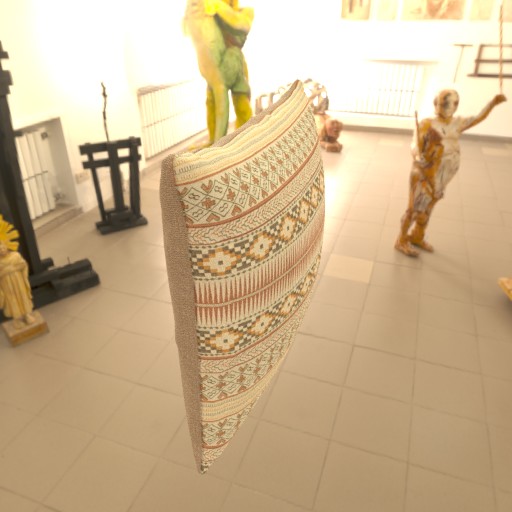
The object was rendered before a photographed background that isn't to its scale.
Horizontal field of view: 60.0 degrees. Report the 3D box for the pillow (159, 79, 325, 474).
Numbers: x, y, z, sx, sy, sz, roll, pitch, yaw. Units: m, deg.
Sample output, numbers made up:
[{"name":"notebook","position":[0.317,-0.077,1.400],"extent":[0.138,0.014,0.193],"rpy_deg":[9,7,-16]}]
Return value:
[{"name":"pillow","position":[0.000,0.000,0.780],"extent":[0.215,0.519,0.521],"rpy_deg":[10,31,17]}]
